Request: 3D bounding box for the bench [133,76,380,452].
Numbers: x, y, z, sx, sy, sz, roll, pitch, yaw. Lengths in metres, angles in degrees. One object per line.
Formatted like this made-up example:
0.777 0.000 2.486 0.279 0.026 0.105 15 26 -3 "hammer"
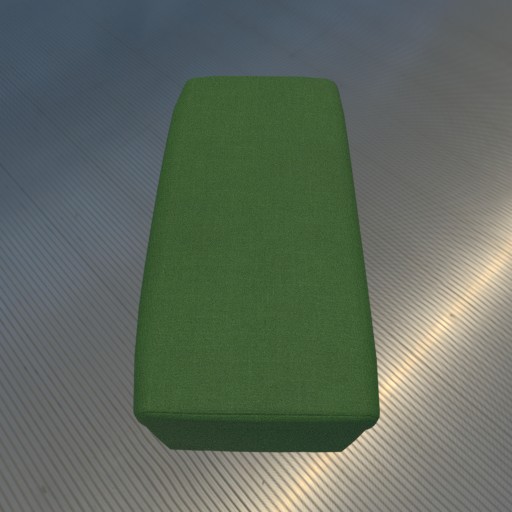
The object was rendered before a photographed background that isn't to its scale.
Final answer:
0.000 0.000 1.256 0.505 0.501 0.989 1 58 0 "bench"
